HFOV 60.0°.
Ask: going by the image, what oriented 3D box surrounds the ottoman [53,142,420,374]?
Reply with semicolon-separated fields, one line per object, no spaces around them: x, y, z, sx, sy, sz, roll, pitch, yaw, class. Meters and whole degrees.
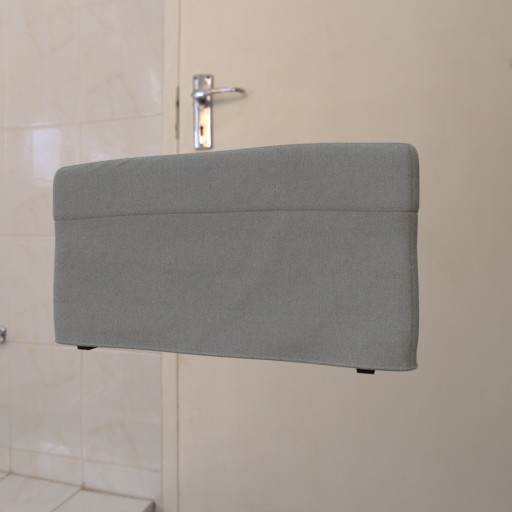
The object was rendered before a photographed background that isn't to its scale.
0.000;0.000;1.233;0.833;0.461;0.648;0;1;18;ottoman
